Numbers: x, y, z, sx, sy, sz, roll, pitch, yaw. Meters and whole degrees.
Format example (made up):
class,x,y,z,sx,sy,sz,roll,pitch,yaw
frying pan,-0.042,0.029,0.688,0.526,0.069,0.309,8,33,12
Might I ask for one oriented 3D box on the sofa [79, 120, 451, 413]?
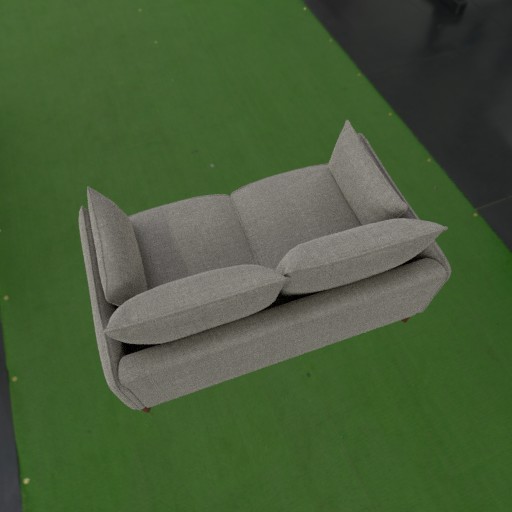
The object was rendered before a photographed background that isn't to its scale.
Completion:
class,x,y,z,sx,sy,sz,roll,pitch,yaw
sofa,0.000,0.000,2.197,1.580,0.851,0.972,-17,60,-10
